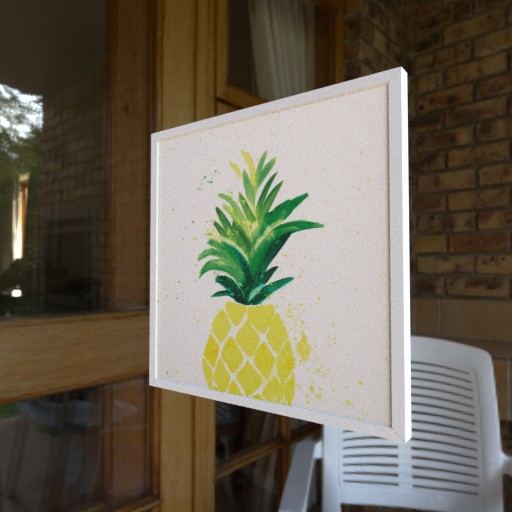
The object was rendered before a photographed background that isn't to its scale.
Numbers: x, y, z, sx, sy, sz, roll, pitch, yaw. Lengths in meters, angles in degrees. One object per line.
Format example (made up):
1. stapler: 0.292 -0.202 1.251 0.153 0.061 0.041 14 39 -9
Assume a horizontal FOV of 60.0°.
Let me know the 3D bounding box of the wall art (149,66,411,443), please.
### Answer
1. wall art: 0.000 0.000 1.134 0.763 0.761 0.038 -1 -2 36
